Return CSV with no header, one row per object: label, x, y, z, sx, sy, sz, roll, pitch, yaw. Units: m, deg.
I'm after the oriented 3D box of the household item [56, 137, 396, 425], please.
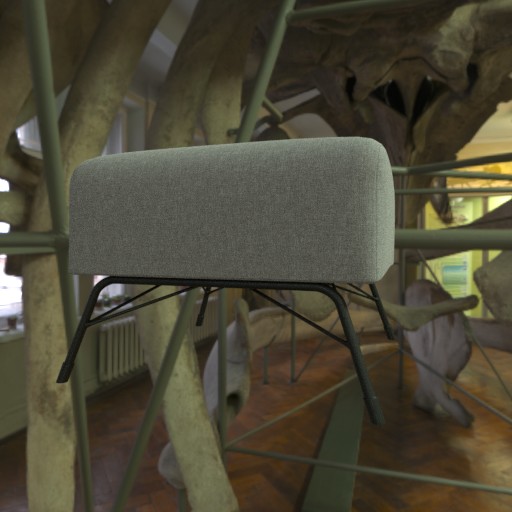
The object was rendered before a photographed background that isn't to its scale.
household item,0.000,0.000,0.894,0.530,0.410,0.530,1,2,19
